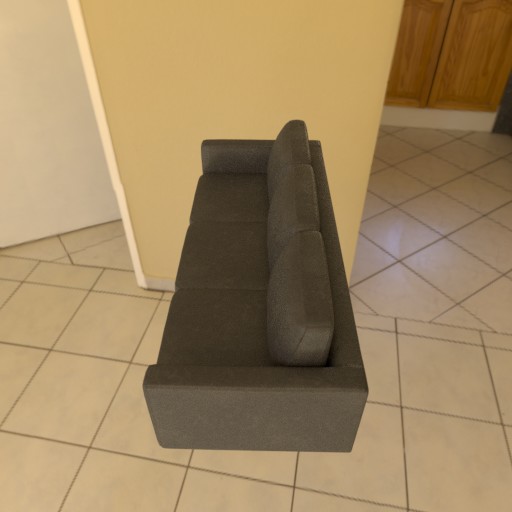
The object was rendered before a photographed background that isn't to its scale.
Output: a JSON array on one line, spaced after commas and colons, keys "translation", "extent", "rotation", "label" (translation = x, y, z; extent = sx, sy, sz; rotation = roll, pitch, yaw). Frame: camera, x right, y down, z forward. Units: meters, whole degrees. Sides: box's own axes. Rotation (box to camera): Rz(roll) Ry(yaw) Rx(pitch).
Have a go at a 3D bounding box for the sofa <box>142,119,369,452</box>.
[{"translation": [0.000, 0.000, 2.545], "extent": [0.879, 0.899, 2.029], "rotation": [1, 41, 1], "label": "sofa"}]
